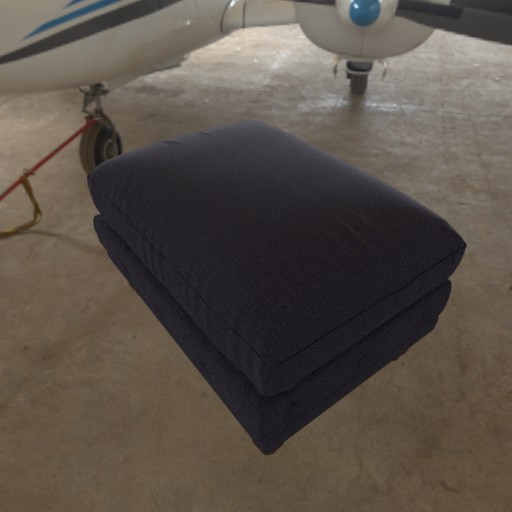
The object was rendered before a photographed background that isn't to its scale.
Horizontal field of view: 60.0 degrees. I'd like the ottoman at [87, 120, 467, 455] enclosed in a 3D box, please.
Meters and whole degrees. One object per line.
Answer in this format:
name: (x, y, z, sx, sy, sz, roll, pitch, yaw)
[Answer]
ottoman: (0.000, 0.000, 1.118, 0.558, 0.486, 0.767, -26, 46, -28)
